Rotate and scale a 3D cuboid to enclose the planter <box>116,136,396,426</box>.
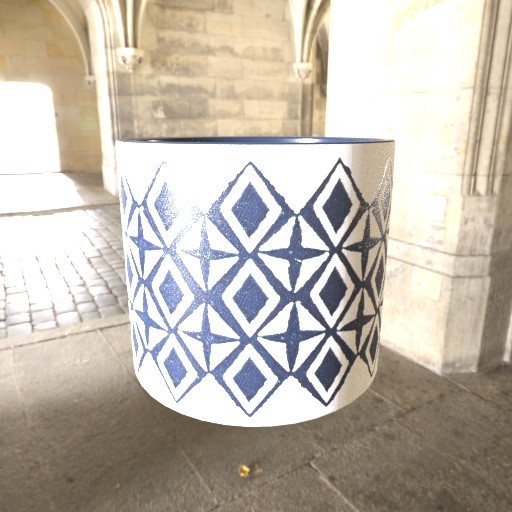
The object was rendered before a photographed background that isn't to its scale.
[{"bbox_3d":[0.000,0.000,0.281,0.159,0.144,0.159,0,16,0],"label":"planter"}]
